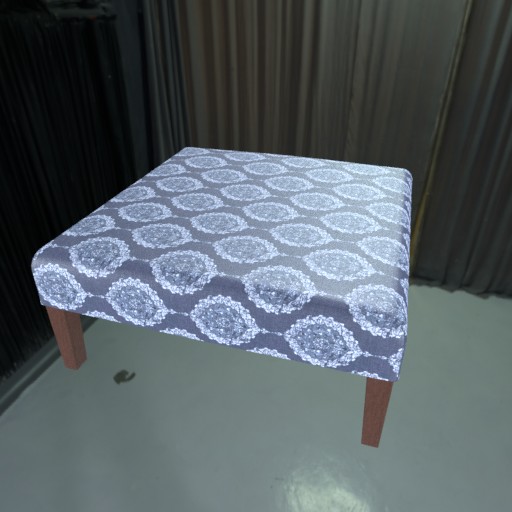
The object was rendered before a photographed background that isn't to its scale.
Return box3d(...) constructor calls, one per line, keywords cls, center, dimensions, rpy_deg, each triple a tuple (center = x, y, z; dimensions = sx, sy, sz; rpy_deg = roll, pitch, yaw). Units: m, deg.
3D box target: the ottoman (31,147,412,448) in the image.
box3d(cls="ottoman", center=(0.000, 0.000, 1.398), dimensions=(0.890, 0.409, 0.889), rpy_deg=(9, 33, 15))
